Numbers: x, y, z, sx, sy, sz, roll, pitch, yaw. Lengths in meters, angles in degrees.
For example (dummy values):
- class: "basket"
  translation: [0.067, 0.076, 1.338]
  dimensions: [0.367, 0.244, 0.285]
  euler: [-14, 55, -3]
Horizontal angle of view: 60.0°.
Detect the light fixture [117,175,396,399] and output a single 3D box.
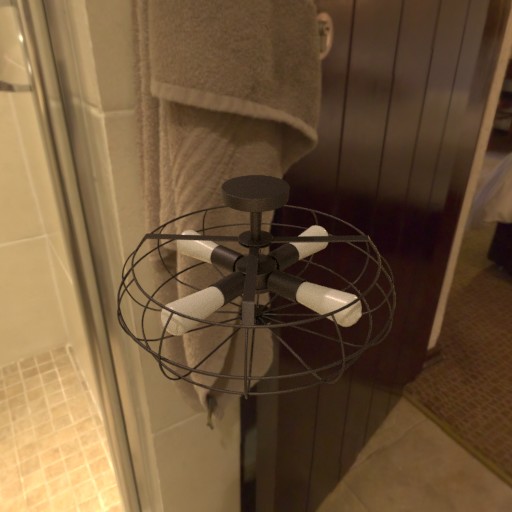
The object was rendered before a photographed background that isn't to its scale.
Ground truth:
- class: "light fixture"
  translation: [0.000, 0.000, 0.929]
  dimensions: [0.582, 0.311, 0.582]
  euler: [0, 28, 0]
